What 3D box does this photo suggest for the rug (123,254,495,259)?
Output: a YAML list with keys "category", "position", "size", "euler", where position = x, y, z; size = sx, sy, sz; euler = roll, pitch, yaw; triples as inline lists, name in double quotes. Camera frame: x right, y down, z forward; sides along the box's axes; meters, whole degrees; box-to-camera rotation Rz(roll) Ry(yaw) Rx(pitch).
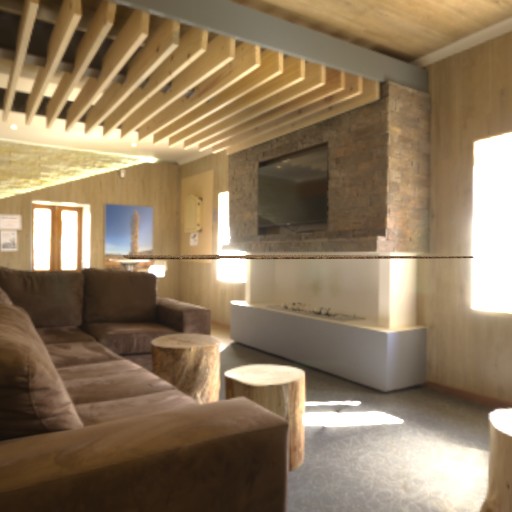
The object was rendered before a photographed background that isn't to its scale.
- category: "rug"
  position: [0.000, 0.000, 5.240]
  size: [2.997, 0.020, 4.093]
  euler: [0, 0, -17]
